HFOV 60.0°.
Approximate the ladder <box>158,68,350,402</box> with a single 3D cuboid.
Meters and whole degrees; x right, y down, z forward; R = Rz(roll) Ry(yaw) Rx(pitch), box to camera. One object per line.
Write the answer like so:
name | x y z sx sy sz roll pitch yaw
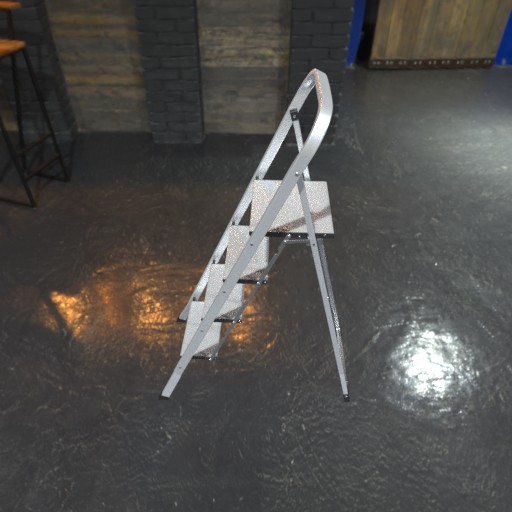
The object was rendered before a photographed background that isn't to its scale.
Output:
ladder | 0.000 0.000 1.660 0.830 1.290 0.465 2 41 2
